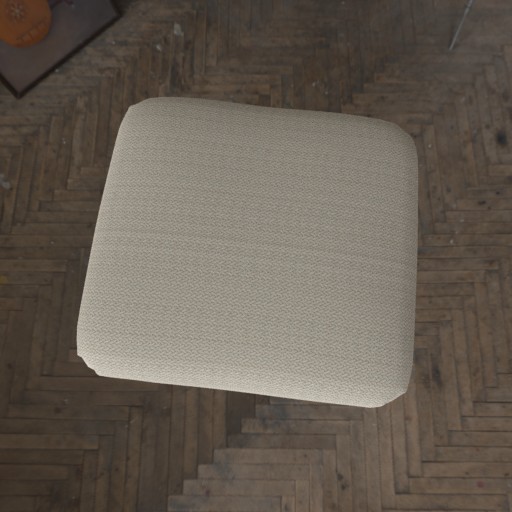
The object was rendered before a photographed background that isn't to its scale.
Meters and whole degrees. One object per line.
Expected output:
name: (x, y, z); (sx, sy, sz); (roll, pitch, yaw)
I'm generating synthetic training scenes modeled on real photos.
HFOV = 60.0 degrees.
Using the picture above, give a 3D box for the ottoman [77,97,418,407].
ottoman: (0.000, 0.000, 1.066); (0.684, 0.447, 0.622); (6, 76, 2)
